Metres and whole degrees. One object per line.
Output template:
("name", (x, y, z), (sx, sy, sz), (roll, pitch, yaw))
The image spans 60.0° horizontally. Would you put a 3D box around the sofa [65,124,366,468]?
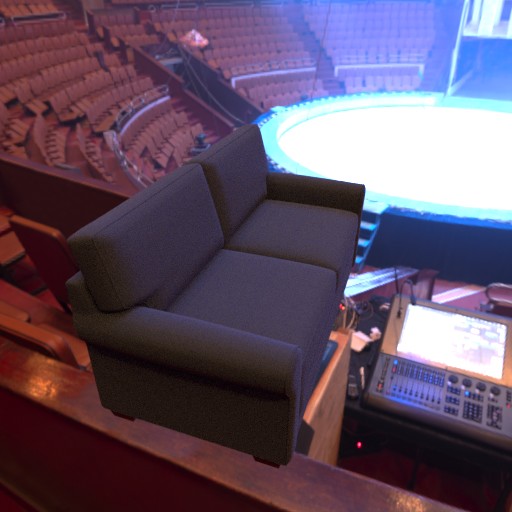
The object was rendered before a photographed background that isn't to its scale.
("sofa", (0.000, 0.000, 2.477), (0.940, 1.020, 1.930), (10, 32, 17))
